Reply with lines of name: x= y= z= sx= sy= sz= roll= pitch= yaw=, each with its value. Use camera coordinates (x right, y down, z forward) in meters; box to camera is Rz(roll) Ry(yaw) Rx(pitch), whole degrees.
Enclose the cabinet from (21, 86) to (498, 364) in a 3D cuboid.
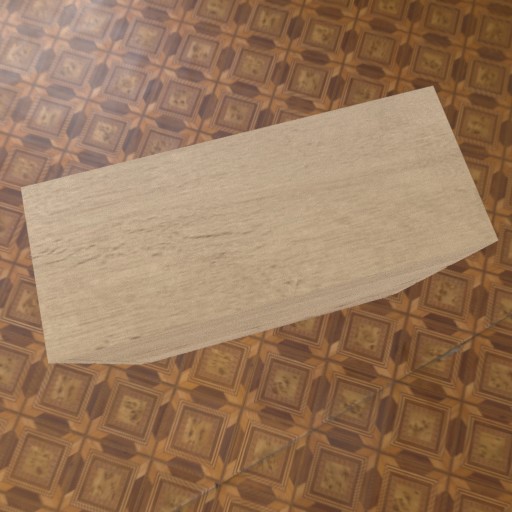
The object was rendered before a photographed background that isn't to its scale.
cabinet: x=0.000 y=0.000 z=1.431 sx=1.040 sy=0.820 sz=0.420 roll=-15 pitch=76 yaw=-4
